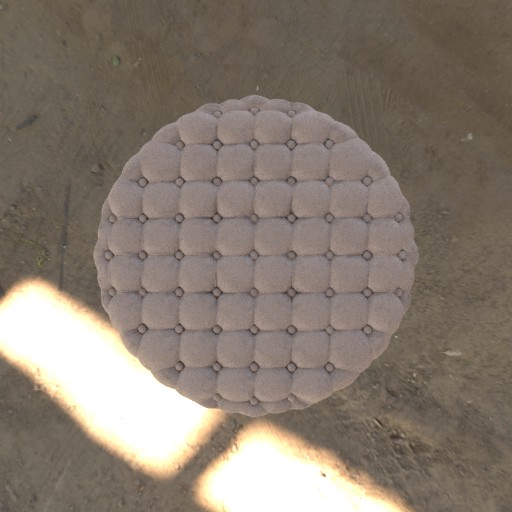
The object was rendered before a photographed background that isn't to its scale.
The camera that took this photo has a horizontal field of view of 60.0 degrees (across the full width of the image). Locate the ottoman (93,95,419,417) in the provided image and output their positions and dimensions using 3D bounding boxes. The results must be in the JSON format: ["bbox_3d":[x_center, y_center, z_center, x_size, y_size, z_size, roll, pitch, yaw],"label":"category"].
[{"bbox_3d":[0.000,0.000,1.518,0.998,0.399,0.998,0,89,2],"label":"ottoman"}]
